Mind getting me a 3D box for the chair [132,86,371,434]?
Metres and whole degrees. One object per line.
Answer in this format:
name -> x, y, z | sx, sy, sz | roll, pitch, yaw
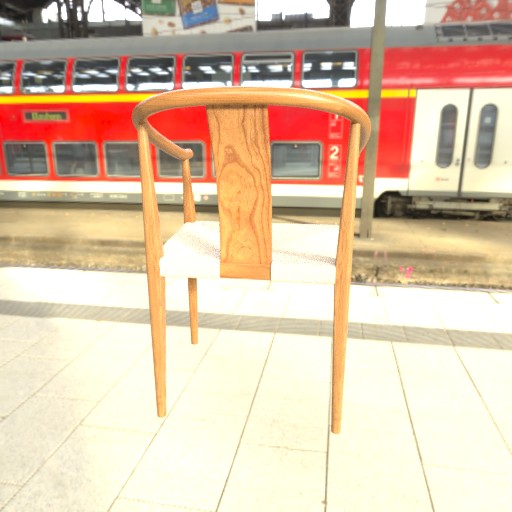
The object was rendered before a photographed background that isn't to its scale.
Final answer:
chair -> 0.000, 0.000, 1.189 | 0.556, 0.800, 0.579 | 2, 15, 8
